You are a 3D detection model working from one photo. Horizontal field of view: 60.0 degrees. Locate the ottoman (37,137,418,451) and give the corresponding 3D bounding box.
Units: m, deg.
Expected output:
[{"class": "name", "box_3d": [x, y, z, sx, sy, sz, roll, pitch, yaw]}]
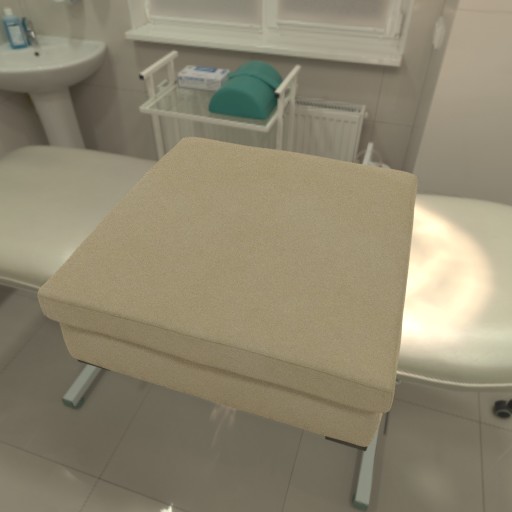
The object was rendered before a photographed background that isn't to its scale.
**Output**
[{"class": "ottoman", "box_3d": [0.000, 0.000, 1.857, 1.205, 0.522, 1.190, 12, 44, 13]}]
